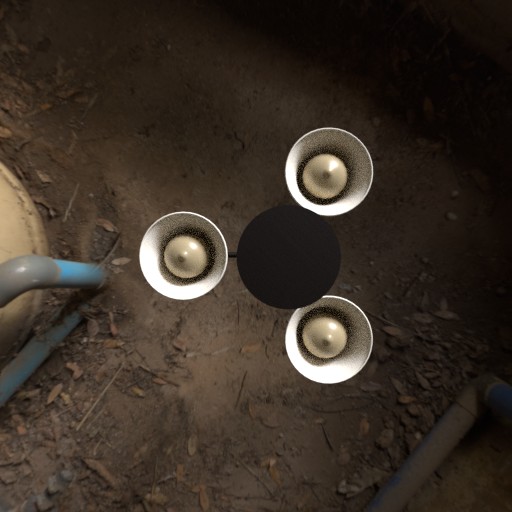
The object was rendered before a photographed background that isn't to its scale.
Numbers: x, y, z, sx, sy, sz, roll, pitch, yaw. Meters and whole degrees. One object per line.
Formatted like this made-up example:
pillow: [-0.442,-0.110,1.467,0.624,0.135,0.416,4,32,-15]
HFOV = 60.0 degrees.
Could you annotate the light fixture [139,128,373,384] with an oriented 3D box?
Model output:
light fixture: [0.000,0.000,0.694,0.354,0.370,0.388,0,90,0]
